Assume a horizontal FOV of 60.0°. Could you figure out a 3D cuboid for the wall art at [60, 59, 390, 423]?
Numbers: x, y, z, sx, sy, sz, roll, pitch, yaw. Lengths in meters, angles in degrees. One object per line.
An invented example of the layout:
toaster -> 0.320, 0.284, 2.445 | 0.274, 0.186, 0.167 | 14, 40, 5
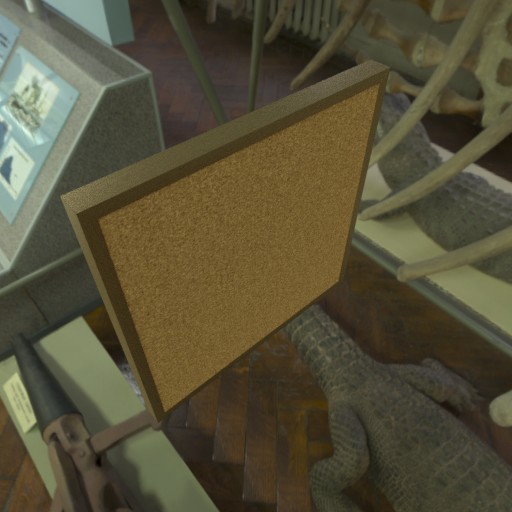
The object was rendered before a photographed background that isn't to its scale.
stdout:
wall art -> 0.000, 0.000, 0.752 | 0.510, 0.509, 0.037 | -33, 55, -27
